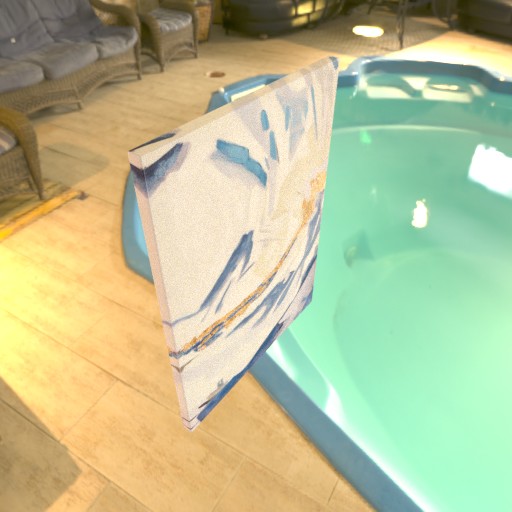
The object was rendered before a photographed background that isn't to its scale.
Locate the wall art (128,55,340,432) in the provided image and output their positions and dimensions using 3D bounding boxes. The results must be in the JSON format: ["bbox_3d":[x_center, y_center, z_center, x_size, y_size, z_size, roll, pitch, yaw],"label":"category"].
[{"bbox_3d":[0.000,0.000,1.389,0.038,1.015,0.761,26,47,27],"label":"wall art"}]
